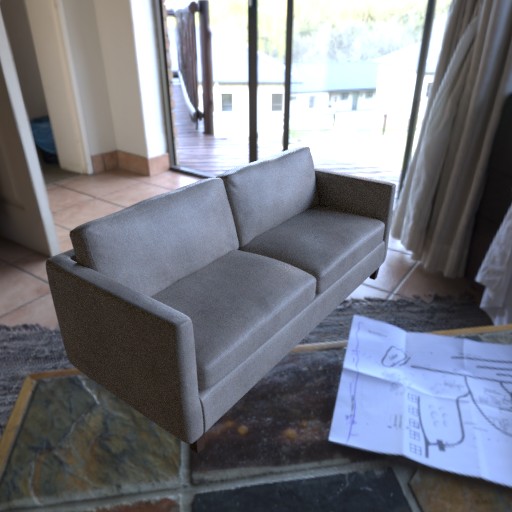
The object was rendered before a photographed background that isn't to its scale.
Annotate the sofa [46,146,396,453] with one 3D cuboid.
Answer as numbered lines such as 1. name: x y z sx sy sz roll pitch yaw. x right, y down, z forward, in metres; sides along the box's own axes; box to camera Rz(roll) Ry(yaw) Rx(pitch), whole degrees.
1. sofa: 0.000 0.000 2.780 0.951 0.965 2.208 19 33 32
